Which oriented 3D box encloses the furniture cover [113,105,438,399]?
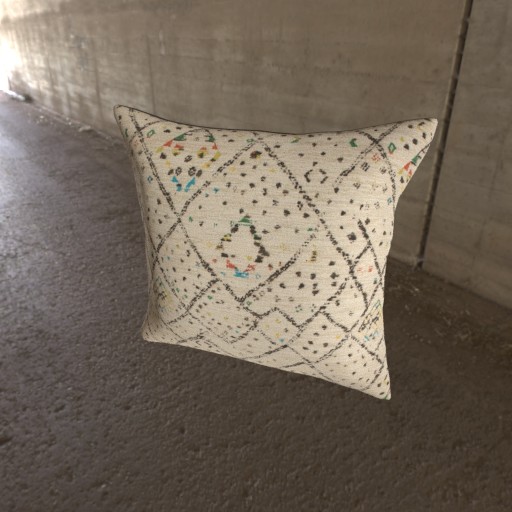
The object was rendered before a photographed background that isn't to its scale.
[{"bbox_3d":[0.000,0.000,0.782,0.525,0.498,0.180,9,28,17],"label":"furniture cover"}]
